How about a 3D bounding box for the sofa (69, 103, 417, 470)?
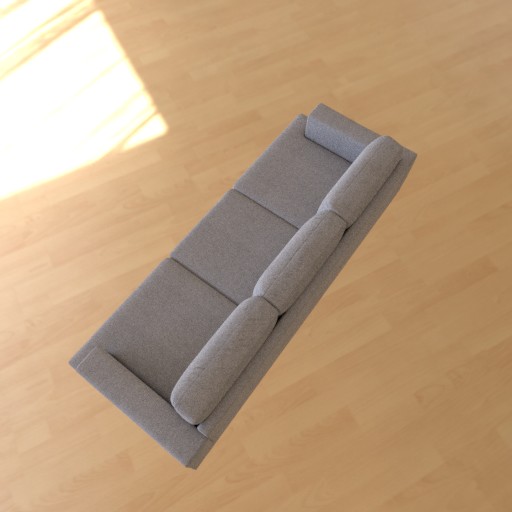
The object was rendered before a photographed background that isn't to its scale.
[{"bbox_3d":[0.000,0.000,2.735,0.920,0.810,2.310,34,68,15],"label":"sofa"}]
